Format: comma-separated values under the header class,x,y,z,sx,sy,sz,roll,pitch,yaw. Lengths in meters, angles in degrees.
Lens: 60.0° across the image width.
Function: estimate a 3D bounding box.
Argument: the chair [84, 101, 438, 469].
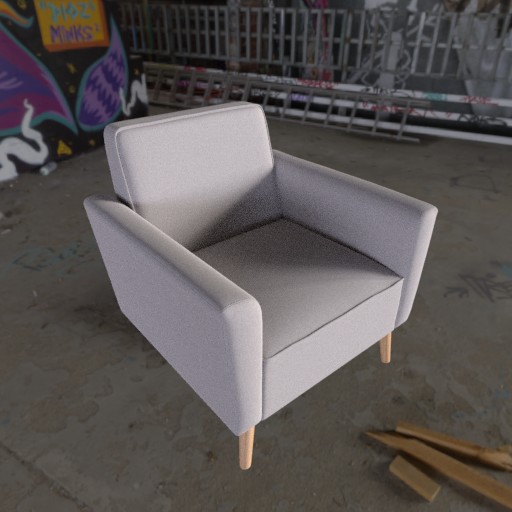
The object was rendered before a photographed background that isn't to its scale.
class,x,y,z,sx,sy,sz,roll,pitch,yaw
chair,0.000,0.000,1.404,0.780,0.780,0.750,-23,38,-33
